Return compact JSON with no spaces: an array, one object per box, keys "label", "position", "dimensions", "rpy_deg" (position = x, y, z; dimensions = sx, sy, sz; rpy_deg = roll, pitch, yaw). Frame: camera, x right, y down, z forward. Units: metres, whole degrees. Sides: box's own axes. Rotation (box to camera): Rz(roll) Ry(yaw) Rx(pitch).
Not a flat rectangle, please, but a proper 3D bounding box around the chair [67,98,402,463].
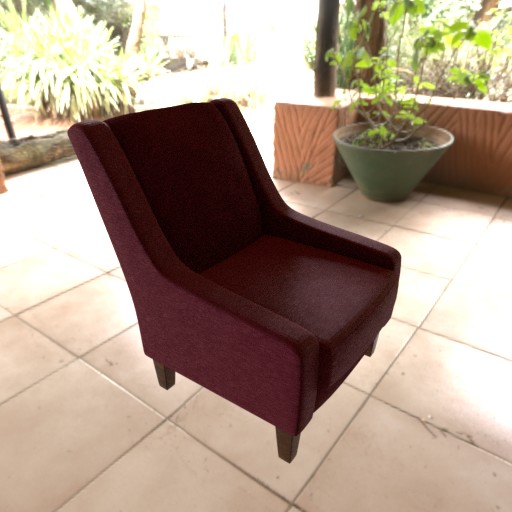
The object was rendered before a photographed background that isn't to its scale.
[{"label":"chair","position":[0.000,0.000,1.692],"dimensions":[0.985,1.017,0.793],"rpy_deg":[18,32,32]}]
